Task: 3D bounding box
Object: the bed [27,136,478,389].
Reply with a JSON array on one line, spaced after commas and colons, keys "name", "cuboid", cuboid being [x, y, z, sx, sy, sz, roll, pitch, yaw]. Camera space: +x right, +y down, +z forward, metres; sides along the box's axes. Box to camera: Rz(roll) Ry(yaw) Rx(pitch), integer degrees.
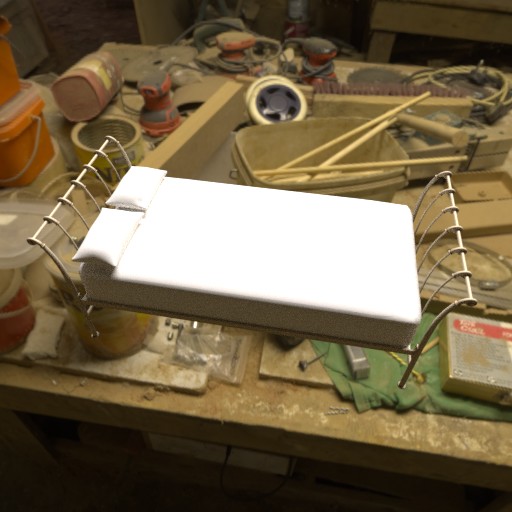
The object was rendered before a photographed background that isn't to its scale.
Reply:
[{"name": "bed", "cuboid": [0.000, 0.000, 2.785, 2.228, 0.873, 1.032, 8, 47, 7]}]
